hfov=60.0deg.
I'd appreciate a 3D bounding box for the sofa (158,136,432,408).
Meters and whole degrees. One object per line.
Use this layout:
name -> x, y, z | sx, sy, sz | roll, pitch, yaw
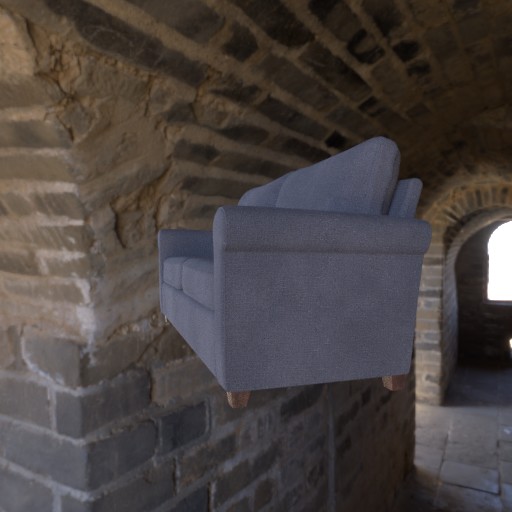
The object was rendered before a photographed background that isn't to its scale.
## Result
sofa -> 0.000, 0.000, 2.370 | 0.842, 0.942, 1.935 | 0, 1, -18
